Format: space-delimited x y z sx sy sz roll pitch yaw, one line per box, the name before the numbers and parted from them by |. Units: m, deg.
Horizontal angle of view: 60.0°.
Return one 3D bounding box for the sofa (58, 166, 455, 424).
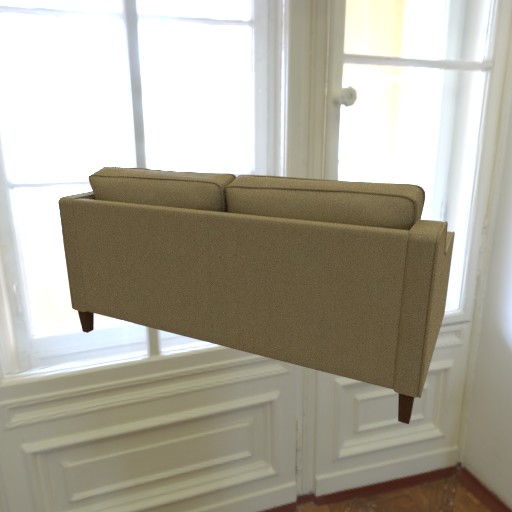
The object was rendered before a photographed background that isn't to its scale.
sofa | 0.000 0.000 2.762 2.178 1.071 1.066 8 18 26
